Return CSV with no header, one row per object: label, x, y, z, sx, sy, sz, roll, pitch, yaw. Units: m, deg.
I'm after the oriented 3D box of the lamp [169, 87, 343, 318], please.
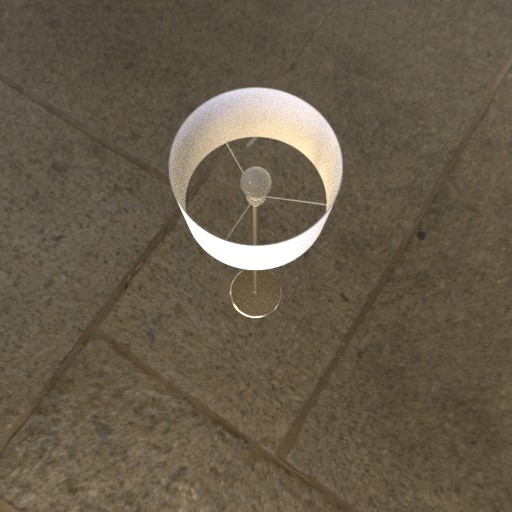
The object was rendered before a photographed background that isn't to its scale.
lamp,0.000,0.000,1.579,0.347,1.443,0.347,4,75,1
